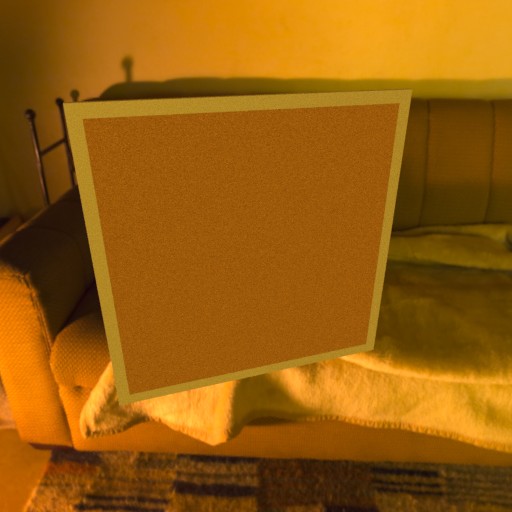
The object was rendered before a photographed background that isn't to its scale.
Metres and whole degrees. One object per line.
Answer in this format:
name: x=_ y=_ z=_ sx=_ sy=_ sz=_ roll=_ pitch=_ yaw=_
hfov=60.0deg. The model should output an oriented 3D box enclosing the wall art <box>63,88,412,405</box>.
wall art: x=0.000 y=0.000 z=0.664 sx=0.456 sy=0.457 sz=0.009 roll=-8 pitch=28 yaw=-16
